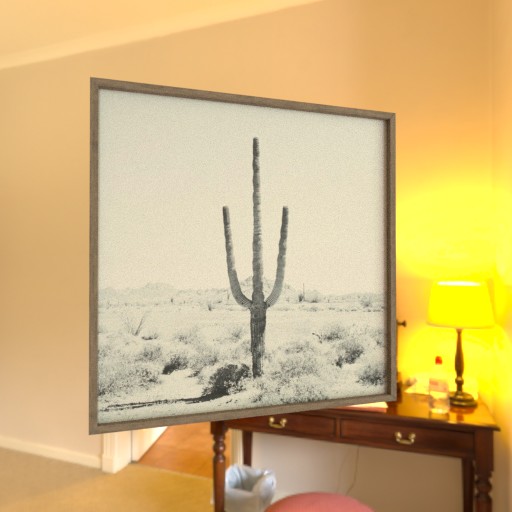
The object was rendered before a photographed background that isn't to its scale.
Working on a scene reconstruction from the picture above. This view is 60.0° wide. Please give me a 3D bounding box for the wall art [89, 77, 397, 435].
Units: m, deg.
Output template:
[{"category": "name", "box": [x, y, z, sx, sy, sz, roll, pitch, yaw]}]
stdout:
[{"category": "wall art", "box": [0.000, 0.000, 0.724, 0.508, 0.508, 0.038, 0, -1, -18]}]
